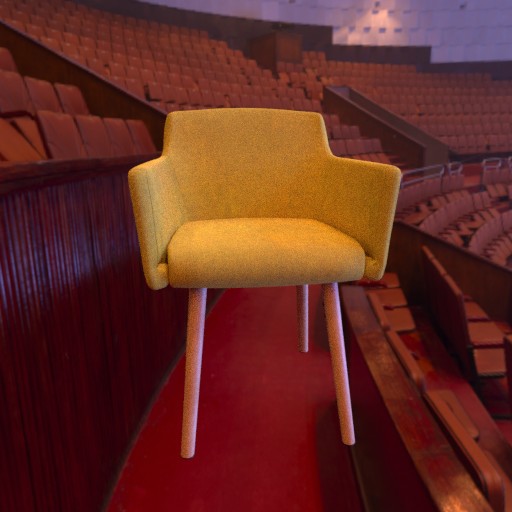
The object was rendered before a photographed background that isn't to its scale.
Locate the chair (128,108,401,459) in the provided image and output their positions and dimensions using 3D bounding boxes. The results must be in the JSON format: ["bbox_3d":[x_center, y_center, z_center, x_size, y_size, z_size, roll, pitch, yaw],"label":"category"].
[{"bbox_3d":[0.000,0.000,1.185,0.570,0.780,0.570,-2,15,-7],"label":"chair"}]
